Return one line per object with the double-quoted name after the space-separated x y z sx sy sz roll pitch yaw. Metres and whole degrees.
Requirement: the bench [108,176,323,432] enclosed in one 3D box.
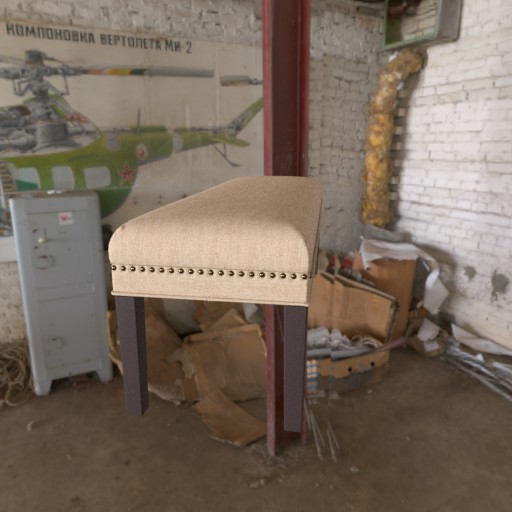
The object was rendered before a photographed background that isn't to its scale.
0.000 0.000 1.476 0.410 0.457 1.219 2 15 9 "bench"
